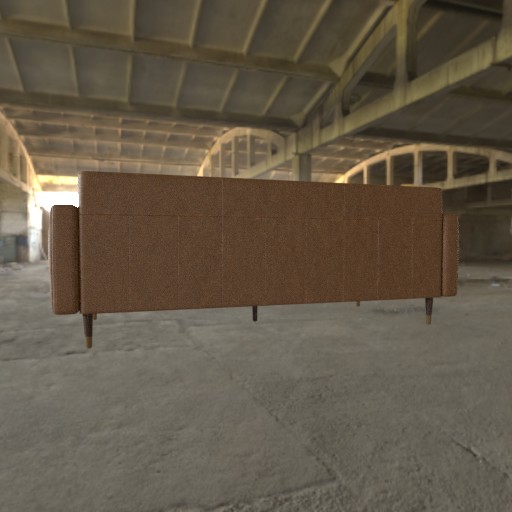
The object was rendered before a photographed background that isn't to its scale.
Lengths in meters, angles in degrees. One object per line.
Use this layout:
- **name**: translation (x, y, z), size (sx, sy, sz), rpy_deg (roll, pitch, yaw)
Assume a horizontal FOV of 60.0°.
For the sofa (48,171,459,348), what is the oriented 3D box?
- **sofa**: translation (0.000, 0.000, 2.750), size (2.291, 0.821, 0.990), rpy_deg (-1, 2, -18)
